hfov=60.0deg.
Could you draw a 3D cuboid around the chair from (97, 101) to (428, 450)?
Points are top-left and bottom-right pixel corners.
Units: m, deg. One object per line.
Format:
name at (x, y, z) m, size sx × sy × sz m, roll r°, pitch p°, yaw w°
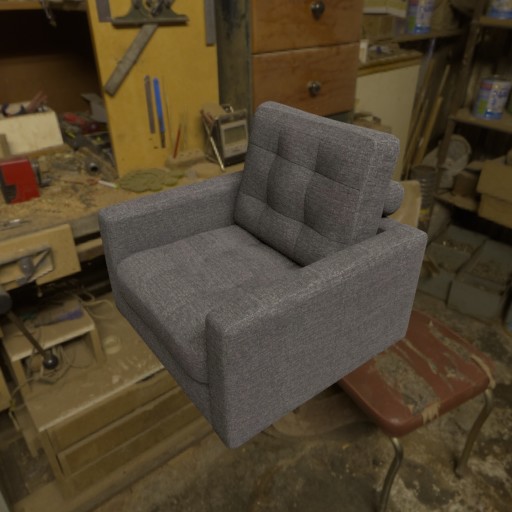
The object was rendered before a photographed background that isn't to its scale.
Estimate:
chair at (0.000, 0.000, 1.543) m, size 0.843 × 0.880 × 0.821 m, roll -22°, pitch 37°, yaw -31°
